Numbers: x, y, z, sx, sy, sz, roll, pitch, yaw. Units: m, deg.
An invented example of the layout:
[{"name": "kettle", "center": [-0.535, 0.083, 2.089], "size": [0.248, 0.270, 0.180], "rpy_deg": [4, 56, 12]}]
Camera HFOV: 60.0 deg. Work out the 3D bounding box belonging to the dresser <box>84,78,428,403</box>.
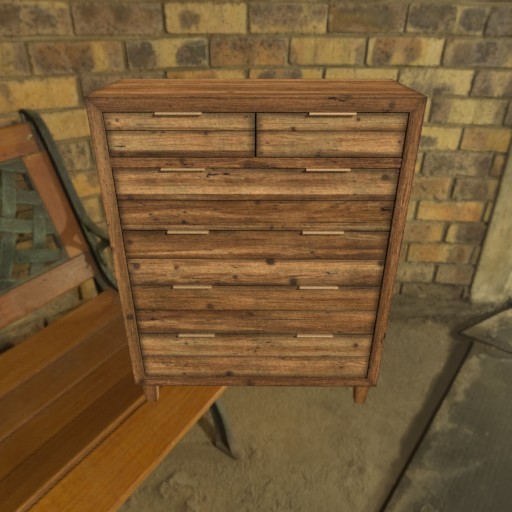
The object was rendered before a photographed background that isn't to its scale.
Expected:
[{"name": "dresser", "center": [0.000, 0.000, 1.886], "size": [1.067, 1.359, 0.438], "rpy_deg": [0, 29, 0]}]
